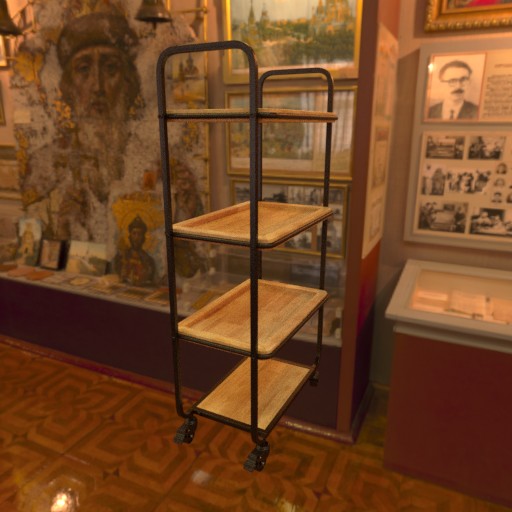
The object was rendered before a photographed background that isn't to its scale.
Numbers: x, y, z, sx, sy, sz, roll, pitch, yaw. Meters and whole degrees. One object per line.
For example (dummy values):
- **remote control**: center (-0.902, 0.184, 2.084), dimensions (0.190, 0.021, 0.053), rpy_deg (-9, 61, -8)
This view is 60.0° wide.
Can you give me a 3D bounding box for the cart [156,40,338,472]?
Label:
- **cart**: center (0.000, 0.000, 1.314), dimensions (0.321, 1.080, 0.545), rpy_deg (8, 18, 26)
